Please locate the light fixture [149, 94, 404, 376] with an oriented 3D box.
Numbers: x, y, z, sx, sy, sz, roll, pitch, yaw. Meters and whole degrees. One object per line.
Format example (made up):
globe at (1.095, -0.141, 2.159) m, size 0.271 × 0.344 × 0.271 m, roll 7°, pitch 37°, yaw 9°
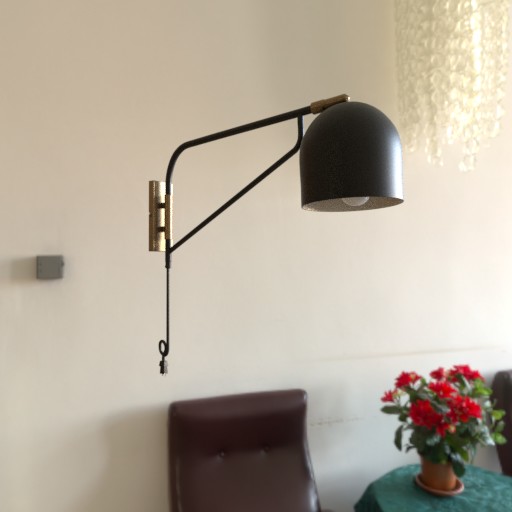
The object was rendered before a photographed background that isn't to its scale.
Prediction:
light fixture at (0.000, 0.000, 1.096) m, size 0.720 × 0.696 × 0.215 m, roll 0°, pitch -1°, yaw 37°
